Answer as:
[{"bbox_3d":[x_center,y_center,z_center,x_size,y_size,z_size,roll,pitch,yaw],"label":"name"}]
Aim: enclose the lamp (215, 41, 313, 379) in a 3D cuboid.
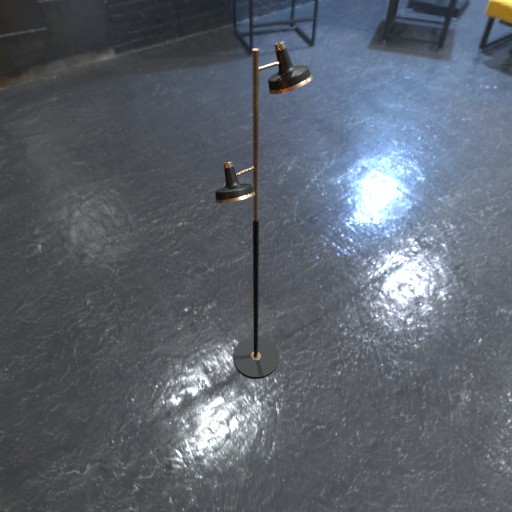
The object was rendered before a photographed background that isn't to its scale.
[{"bbox_3d":[0.000,0.000,1.827,0.351,1.674,0.253,-27,53,-22],"label":"lamp"}]
